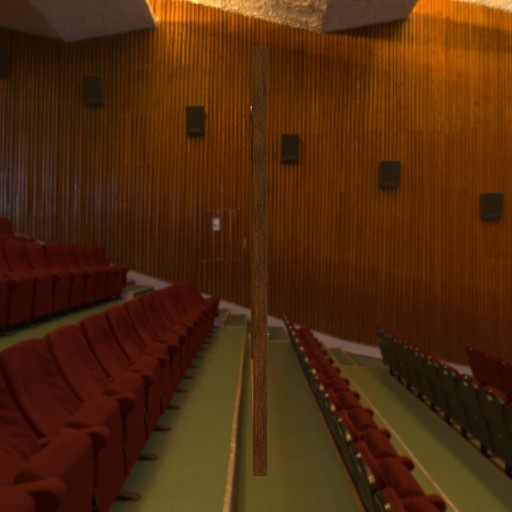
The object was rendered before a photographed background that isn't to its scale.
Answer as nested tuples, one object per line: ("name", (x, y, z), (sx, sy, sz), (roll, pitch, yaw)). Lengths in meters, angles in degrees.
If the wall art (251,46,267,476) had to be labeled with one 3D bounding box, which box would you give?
("wall art", (0.000, 0.000, 0.858), (0.021, 0.576, 0.561), (0, 0, -1))
